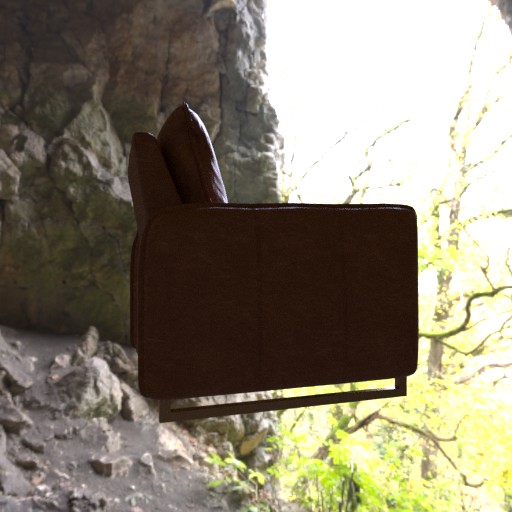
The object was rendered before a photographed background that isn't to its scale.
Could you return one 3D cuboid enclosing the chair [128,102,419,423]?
[{"bbox_3d":[0.000,0.000,1.670,0.922,0.922,0.830,0,0,-18],"label":"chair"}]
